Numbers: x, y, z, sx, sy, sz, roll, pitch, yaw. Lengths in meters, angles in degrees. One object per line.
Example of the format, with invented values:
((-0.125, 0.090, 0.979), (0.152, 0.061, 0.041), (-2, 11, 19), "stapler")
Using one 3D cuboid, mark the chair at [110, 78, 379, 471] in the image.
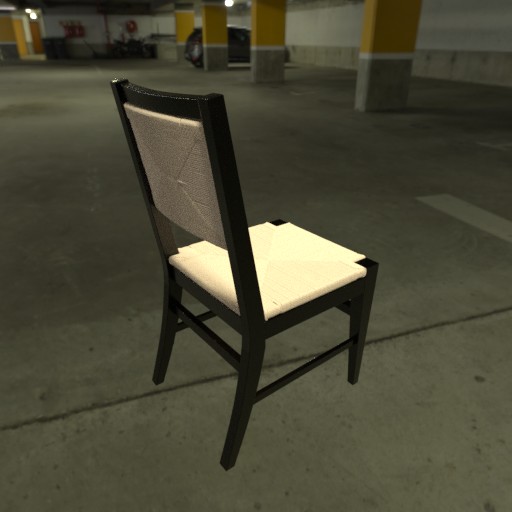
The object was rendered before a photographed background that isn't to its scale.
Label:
((0.000, 0.000, 1.246), (0.552, 0.927, 0.437), (-19, 32, -33), "chair")
